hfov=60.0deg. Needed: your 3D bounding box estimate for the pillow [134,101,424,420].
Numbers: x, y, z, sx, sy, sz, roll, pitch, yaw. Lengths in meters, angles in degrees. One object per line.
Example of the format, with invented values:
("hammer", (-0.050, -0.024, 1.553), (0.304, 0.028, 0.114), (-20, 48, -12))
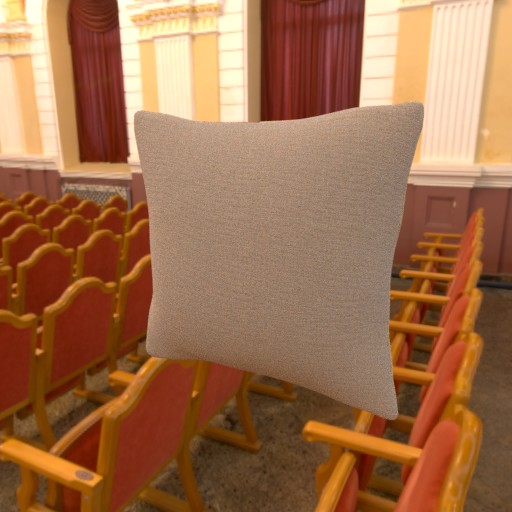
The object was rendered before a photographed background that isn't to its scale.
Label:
("pillow", (0.000, 0.000, 0.651), (0.437, 0.419, 0.136), (7, 16, 26))
